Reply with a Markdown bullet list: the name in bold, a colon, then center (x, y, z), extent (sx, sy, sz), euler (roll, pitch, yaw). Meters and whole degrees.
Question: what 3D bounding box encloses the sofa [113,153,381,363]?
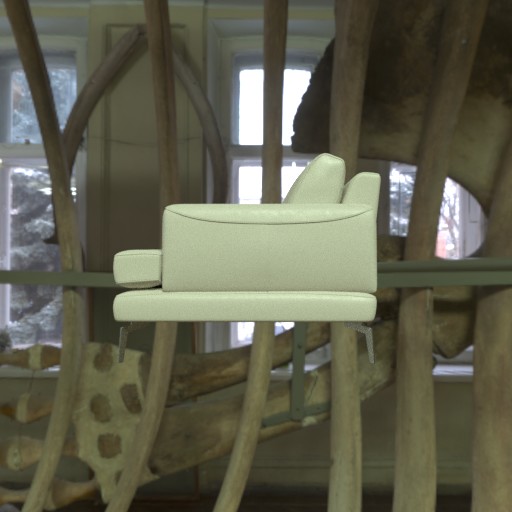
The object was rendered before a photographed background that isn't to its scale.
- **sofa**: center (0.000, 0.000, 2.469), extent (0.974, 0.765, 1.940), euler (0, -1, 1)
